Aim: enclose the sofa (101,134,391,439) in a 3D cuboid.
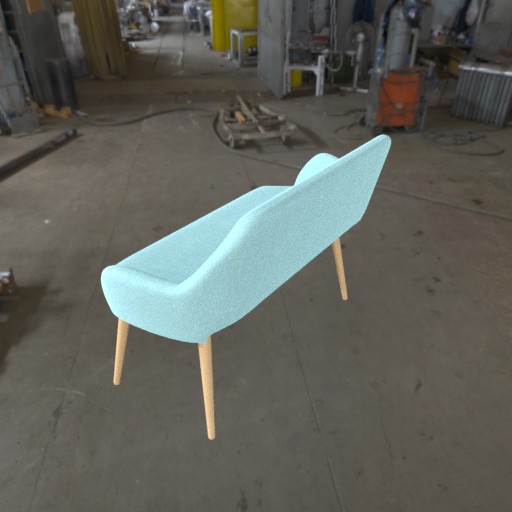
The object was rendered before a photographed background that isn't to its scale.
[{"bbox_3d":[0.000,0.000,1.650,0.610,0.840,1.150,22,39,31],"label":"sofa"}]
